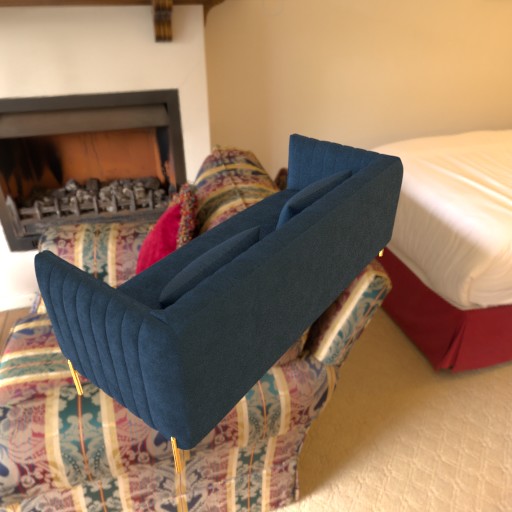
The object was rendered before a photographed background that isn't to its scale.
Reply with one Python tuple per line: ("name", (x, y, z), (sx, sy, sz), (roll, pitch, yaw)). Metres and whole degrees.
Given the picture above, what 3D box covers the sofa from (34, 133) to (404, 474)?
("sofa", (0.000, 0.000, 2.549), (0.896, 0.793, 2.136), (22, 39, 30))
